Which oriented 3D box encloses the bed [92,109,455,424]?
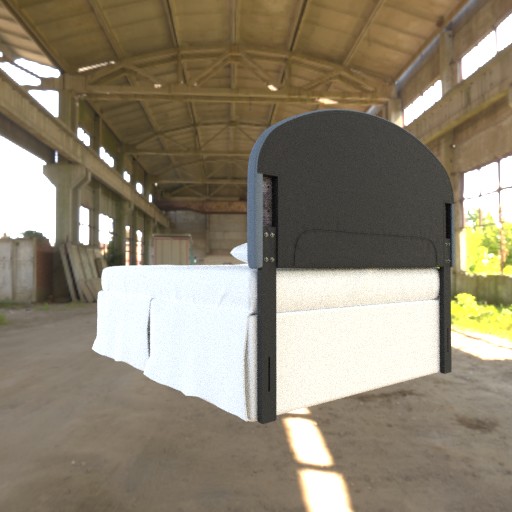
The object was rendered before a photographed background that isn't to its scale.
[{"bbox_3d":[0.000,0.000,3.026,1.607,1.410,2.005,1,-1,-37],"label":"bed"}]
